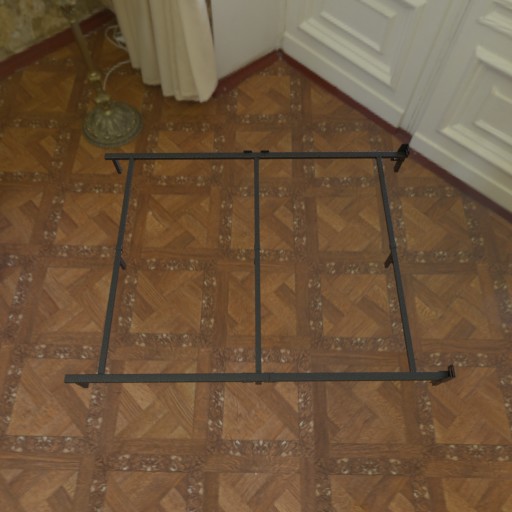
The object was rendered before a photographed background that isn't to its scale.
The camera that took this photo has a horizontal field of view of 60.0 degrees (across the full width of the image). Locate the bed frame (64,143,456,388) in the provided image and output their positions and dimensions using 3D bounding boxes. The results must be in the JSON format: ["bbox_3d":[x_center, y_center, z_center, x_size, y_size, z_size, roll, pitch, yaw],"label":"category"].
[{"bbox_3d":[0.000,0.000,2.655,1.990,0.248,1.498,0,64,0],"label":"bed frame"}]
